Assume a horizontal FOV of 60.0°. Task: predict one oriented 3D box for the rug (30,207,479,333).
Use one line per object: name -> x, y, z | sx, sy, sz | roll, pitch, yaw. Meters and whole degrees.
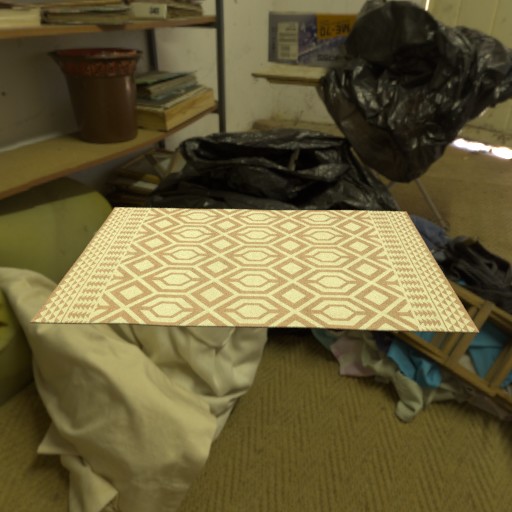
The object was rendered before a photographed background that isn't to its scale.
rug -> 0.000, 0.000, 3.050 | 2.435, 0.011, 1.526 | 1, 31, 2
